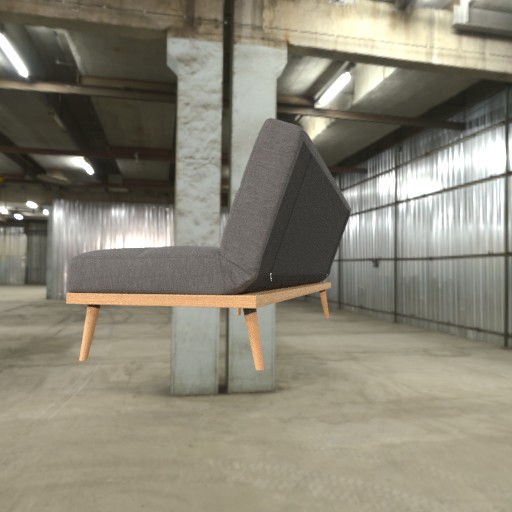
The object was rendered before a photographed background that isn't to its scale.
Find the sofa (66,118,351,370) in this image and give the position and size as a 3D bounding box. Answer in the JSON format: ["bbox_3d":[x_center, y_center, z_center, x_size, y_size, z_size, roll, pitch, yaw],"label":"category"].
[{"bbox_3d":[0.000,0.000,2.241,0.820,0.770,1.820,-1,-2,17],"label":"sofa"}]
